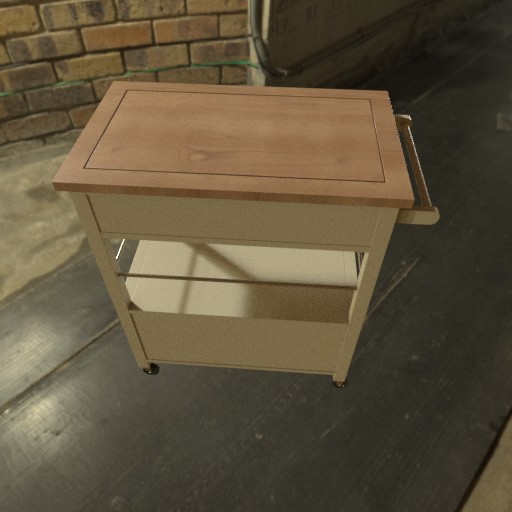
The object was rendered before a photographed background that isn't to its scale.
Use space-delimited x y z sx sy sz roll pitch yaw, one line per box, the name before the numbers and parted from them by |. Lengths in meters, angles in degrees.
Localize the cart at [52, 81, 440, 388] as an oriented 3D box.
cart | 0.000 0.000 1.410 0.840 0.901 0.459 3 48 3
